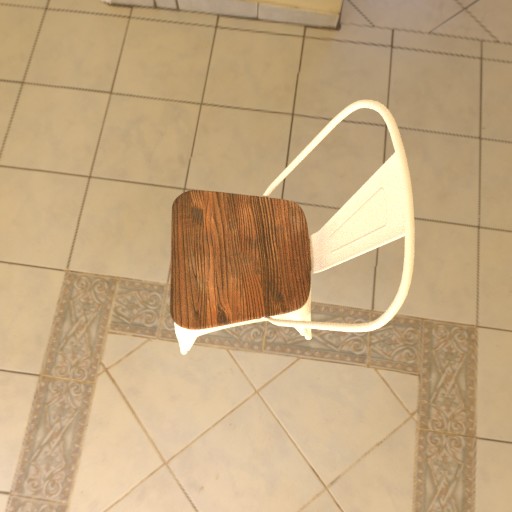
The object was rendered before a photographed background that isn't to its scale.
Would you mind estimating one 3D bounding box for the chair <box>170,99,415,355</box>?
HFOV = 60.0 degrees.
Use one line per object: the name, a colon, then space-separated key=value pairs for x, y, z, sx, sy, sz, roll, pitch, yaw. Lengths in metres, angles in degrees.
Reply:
chair: x=0.000 y=0.000 z=1.144 sx=0.521 sy=0.851 sz=0.452 roll=-2 pitch=75 yaw=0
